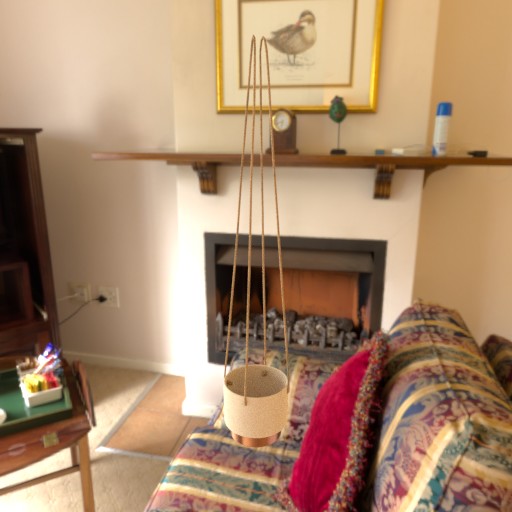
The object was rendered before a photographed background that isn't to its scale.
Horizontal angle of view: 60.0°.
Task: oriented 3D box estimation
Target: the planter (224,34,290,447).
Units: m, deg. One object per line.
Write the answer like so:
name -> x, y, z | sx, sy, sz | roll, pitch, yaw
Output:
planter -> 0.000, 0.000, 0.922 | 0.146, 0.841, 0.146 | -7, 16, -26
